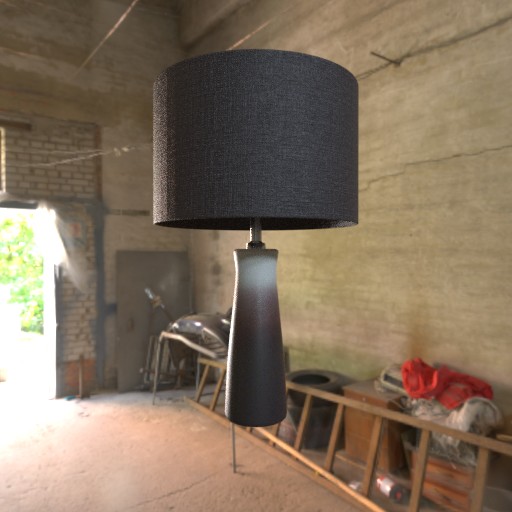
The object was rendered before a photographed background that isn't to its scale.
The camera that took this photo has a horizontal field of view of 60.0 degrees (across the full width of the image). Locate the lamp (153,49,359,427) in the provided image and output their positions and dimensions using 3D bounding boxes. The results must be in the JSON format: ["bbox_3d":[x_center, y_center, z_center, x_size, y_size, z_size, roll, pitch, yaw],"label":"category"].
[{"bbox_3d":[0.000,0.000,0.672,0.303,0.488,0.303,0,0,0],"label":"lamp"}]
